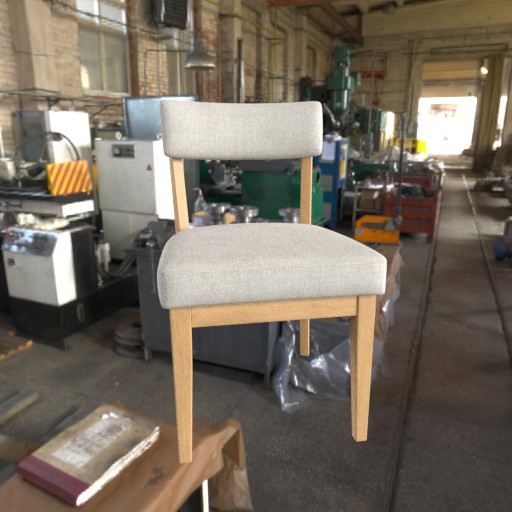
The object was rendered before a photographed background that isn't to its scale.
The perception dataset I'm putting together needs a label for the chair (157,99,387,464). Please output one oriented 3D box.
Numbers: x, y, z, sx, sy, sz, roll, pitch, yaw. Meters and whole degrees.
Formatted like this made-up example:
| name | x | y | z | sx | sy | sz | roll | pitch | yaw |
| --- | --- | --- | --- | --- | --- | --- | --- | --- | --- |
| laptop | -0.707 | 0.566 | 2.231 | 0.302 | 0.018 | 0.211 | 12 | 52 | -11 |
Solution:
| name | x | y | z | sx | sy | sz | roll | pitch | yaw |
| --- | --- | --- | --- | --- | --- | --- | --- | --- | --- |
| chair | 0.000 | 0.000 | 1.207 | 0.508 | 0.832 | 0.572 | -3 | 16 | -10 |
